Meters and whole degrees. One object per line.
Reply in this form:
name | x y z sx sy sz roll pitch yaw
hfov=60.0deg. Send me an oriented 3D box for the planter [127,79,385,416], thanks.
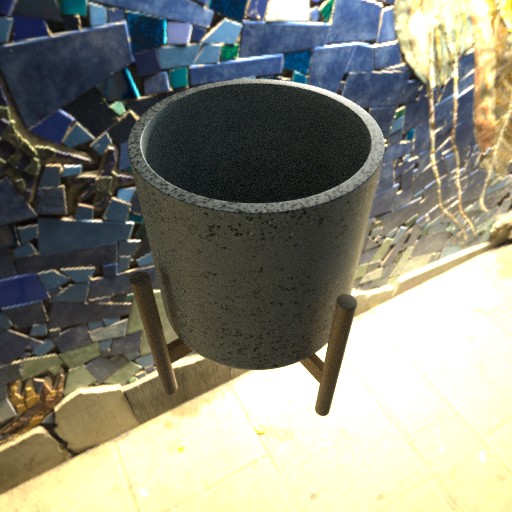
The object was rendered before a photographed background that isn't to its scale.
planter | 0.000 0.000 0.680 0.360 0.419 0.360 -10 46 -10
